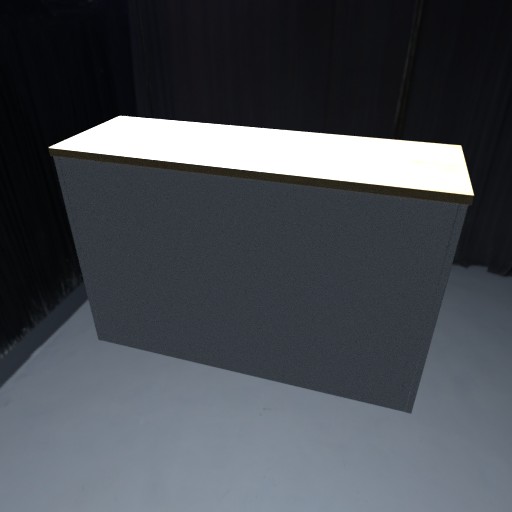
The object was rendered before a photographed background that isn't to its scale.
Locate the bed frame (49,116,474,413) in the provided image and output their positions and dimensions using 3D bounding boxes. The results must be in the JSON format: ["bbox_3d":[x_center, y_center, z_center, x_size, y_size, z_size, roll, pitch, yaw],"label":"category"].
[{"bbox_3d":[0.000,0.000,1.691,1.300,0.850,0.430,9,33,15],"label":"bed frame"}]
